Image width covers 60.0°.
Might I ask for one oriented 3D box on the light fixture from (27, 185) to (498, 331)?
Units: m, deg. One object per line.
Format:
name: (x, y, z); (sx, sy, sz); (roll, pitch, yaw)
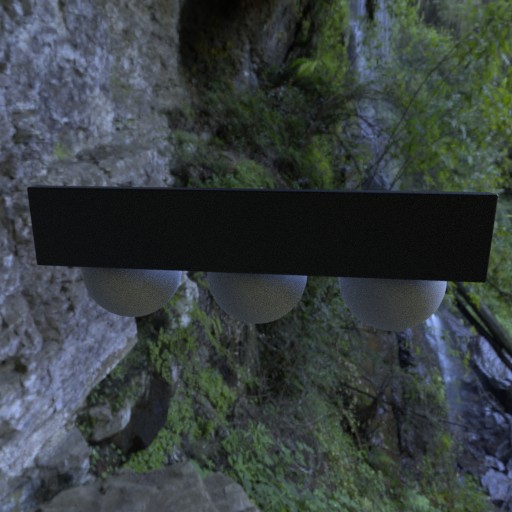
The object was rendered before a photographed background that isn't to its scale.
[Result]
light fixture: (0.000, 0.000, 0.809); (0.721, 0.263, 0.218); (2, 15, 7)
